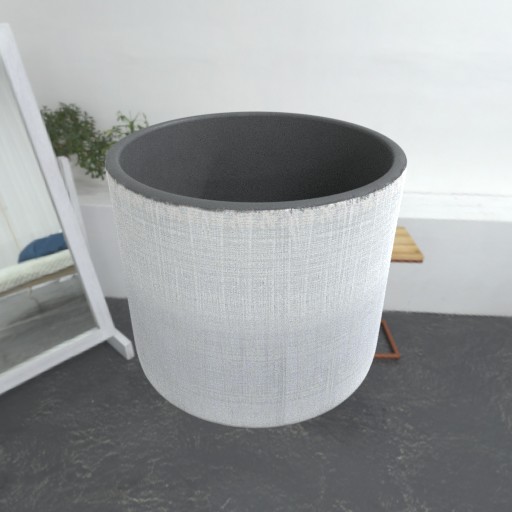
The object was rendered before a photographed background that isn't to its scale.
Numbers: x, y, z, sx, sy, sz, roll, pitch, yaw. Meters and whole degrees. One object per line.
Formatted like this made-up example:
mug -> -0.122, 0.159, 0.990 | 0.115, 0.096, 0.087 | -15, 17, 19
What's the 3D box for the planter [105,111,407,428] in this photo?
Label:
planter -> 0.000, 0.000, 0.436 | 0.254, 0.221, 0.254 | 0, 31, 0
